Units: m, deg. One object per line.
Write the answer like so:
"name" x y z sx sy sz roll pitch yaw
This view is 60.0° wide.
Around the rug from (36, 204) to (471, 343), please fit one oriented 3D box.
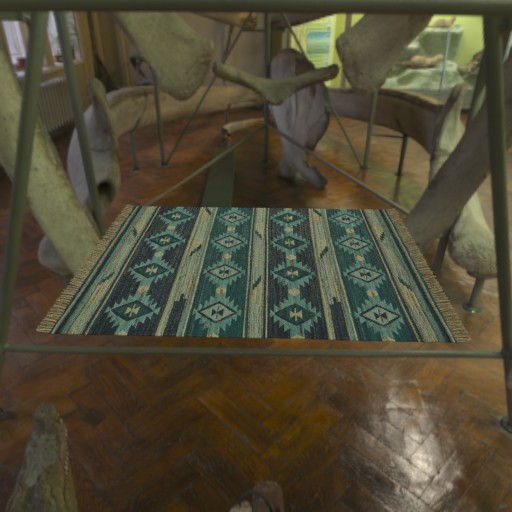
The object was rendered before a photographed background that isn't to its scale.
"rug" 0.000 0.000 4.359 3.307 0.047 2.418 1 30 2
